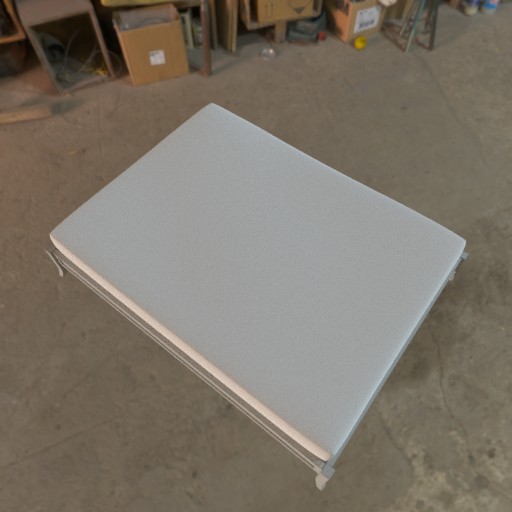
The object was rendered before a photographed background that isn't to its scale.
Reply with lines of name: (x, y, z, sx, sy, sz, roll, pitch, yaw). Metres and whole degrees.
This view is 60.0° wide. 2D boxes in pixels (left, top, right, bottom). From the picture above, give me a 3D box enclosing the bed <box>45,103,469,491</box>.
bed: (0.000, 0.000, 2.765, 2.108, 0.510, 1.604, 33, 63, 19)
